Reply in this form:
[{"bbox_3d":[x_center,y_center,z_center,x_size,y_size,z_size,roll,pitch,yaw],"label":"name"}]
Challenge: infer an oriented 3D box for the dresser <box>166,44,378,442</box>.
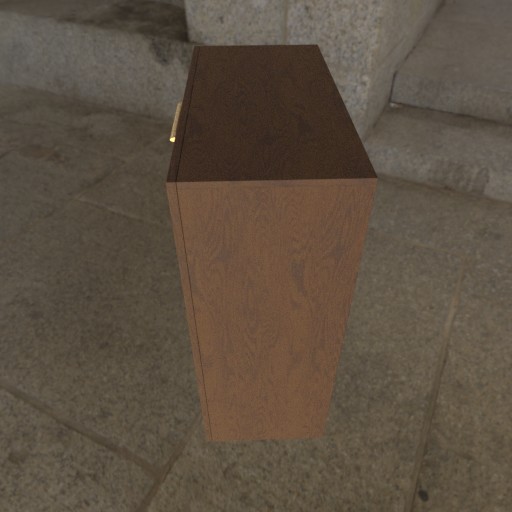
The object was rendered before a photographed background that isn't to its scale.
[{"bbox_3d":[0.000,0.000,1.792,0.516,1.320,0.964,-1,42,-2],"label":"dresser"}]
